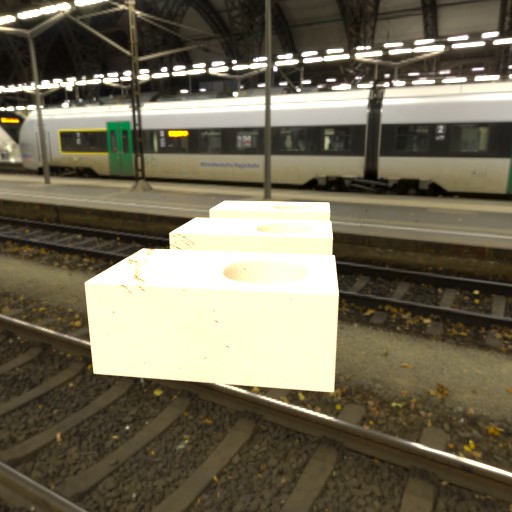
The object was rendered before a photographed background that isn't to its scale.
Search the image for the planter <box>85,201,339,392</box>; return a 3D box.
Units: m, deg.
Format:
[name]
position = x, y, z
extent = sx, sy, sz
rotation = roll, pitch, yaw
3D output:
[planter]
position = 0.000, 0.000, 0.381
extent = 0.127, 0.051, 0.333
rotation = 2, 14, 8
